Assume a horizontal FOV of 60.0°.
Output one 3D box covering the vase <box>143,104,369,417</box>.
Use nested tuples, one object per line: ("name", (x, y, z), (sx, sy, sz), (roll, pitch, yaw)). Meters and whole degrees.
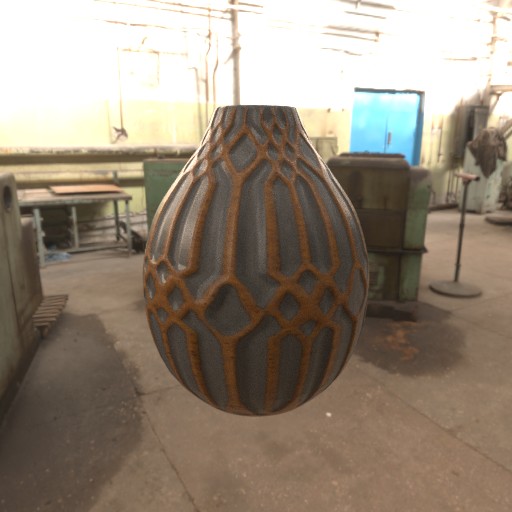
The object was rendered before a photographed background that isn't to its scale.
("vase", (0.000, 0.000, 0.138), (0.069, 0.088, 0.069), (0, 15, 0))
